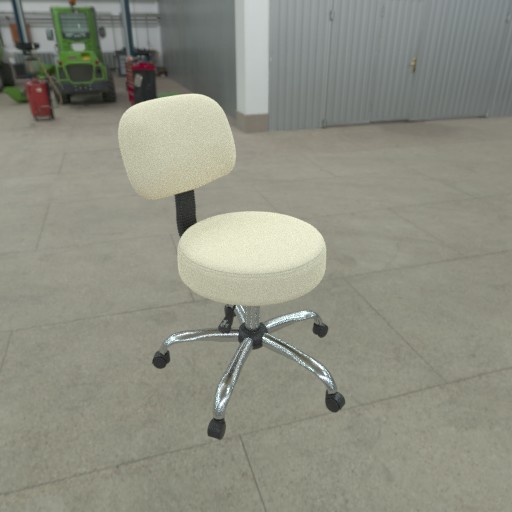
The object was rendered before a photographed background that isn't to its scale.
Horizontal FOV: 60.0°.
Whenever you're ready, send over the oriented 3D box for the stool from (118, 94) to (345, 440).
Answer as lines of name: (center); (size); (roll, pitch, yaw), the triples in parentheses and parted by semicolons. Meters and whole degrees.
stool: (0.000, 0.000, 1.246); (0.616, 0.810, 0.609); (19, 33, 33)
